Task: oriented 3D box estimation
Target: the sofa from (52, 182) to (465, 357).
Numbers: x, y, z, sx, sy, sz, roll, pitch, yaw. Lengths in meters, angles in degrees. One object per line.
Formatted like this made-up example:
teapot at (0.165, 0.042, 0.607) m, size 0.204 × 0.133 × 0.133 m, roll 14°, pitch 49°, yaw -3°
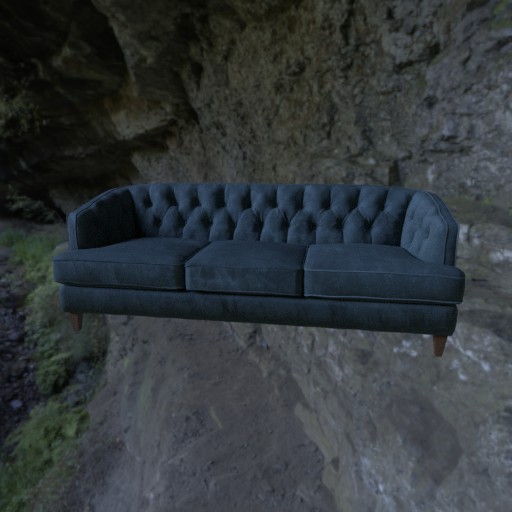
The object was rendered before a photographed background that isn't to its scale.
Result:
sofa at (0.000, 0.000, 2.799) m, size 2.278 × 0.855 × 0.941 m, roll 2°, pitch 13°, yaw 9°
